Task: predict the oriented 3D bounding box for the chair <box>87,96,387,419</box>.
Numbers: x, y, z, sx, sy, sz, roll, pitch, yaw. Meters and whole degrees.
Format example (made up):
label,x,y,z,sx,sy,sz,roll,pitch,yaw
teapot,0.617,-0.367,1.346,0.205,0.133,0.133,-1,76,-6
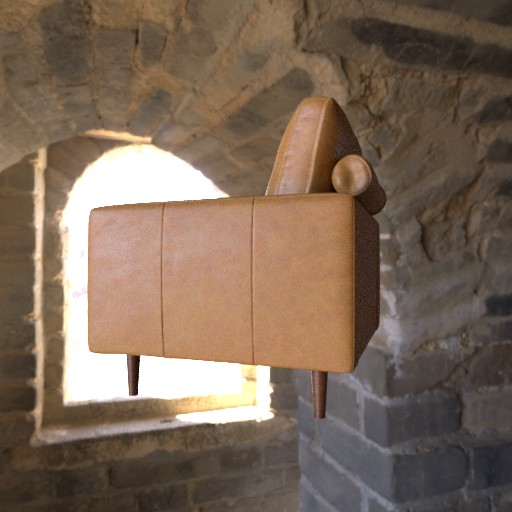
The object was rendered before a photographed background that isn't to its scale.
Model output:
label,x,y,z,sx,sy,sz,roll,pitch,yaw
chair,0.000,0.000,1.575,0.868,0.896,0.831,0,-1,20
